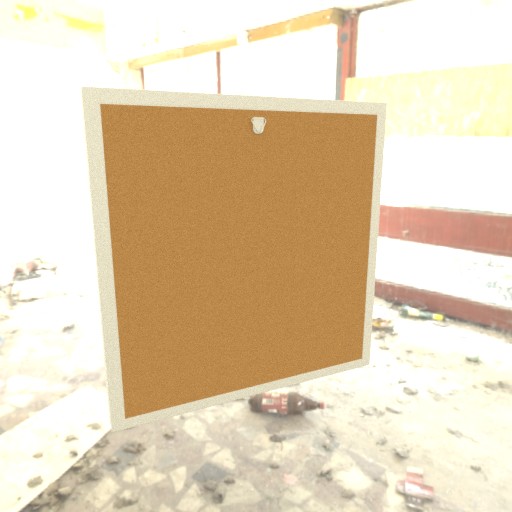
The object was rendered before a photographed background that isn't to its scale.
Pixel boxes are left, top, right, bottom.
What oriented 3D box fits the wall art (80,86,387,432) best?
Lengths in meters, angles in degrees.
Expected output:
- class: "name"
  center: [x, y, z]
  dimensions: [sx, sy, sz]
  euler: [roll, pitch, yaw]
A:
- class: "wall art"
  center: [0.000, 0.000, 1.119]
  dimensions: [0.761, 0.762, 0.050]
  euler: [-7, 15, -25]
